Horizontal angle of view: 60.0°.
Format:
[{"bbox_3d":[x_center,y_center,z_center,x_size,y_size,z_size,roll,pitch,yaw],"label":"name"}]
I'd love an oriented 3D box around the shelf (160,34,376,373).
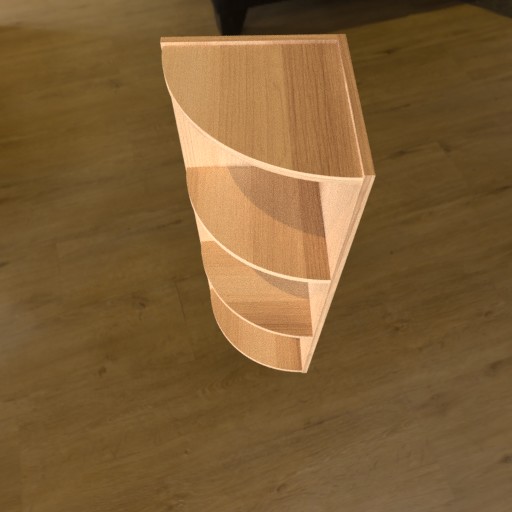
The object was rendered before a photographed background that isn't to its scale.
[{"bbox_3d":[0.000,0.000,0.998,0.290,0.872,0.290,-1,59,-1],"label":"shelf"}]
